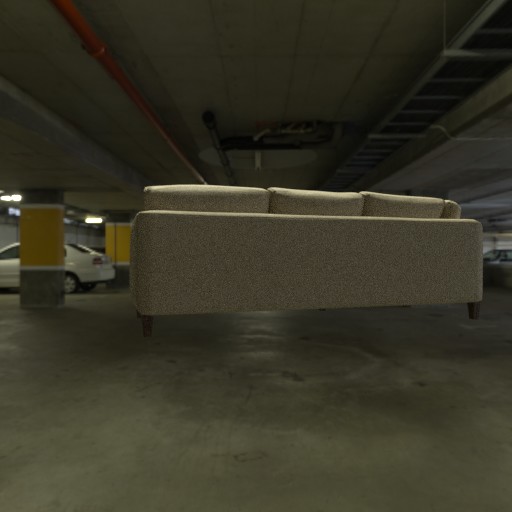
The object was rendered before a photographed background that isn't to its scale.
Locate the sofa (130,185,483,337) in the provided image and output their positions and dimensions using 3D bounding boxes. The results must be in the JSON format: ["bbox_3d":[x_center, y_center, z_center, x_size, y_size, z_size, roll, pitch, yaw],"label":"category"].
[{"bbox_3d":[0.000,0.000,4.613,2.593,0.959,3.460,0,0,-17],"label":"sofa"}]
